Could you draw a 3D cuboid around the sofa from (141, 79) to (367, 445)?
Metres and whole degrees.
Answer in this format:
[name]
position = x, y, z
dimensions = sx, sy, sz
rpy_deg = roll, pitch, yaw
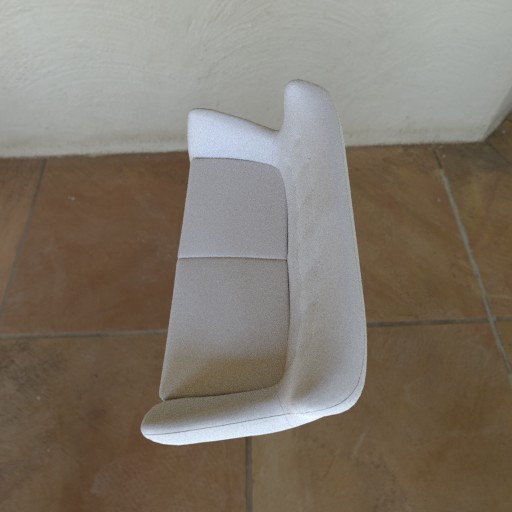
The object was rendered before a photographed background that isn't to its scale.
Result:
[sofa]
position = 0.000, 0.000, 2.369
dimensions = 0.899, 0.890, 1.930
rpy_deg = 1, 57, 1
